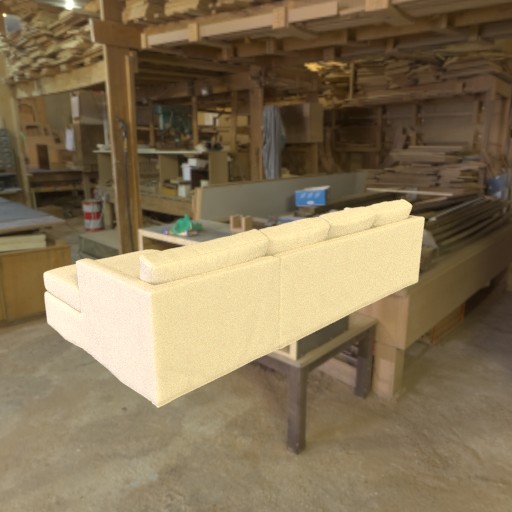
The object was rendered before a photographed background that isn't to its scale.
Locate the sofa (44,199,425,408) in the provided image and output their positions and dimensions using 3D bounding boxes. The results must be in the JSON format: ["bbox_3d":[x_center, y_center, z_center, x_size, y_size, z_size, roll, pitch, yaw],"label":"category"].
[{"bbox_3d":[0.000,0.000,3.984,3.206,0.871,1.622,-15,21,-43],"label":"sofa"}]
